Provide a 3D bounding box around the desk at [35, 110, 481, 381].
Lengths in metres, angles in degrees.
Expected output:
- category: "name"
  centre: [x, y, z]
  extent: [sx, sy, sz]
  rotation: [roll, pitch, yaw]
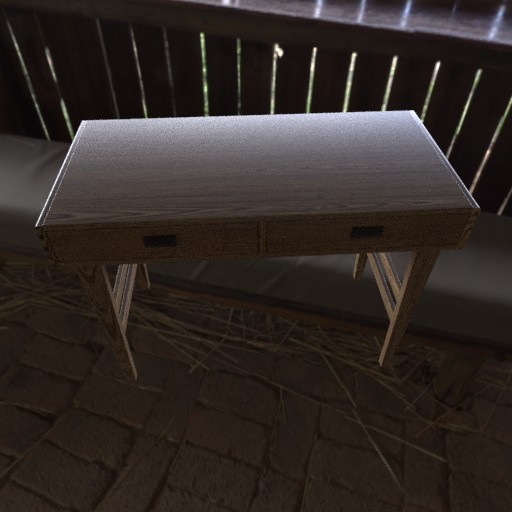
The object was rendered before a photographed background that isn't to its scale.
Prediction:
- category: "desk"
  centre: [0.000, 0.000, 1.493]
  extent: [1.067, 0.755, 0.508]
  rotation: [-3, 45, -3]
